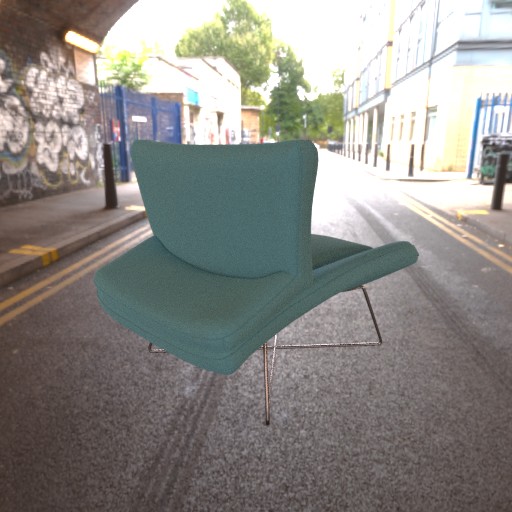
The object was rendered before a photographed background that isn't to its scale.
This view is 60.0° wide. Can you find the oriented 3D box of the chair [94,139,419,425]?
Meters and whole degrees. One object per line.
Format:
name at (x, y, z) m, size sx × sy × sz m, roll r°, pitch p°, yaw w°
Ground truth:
chair at (0.000, 0.000, 1.683) m, size 1.008 × 0.855 × 0.859 m, roll -14°, pitch 20°, yaw -43°
